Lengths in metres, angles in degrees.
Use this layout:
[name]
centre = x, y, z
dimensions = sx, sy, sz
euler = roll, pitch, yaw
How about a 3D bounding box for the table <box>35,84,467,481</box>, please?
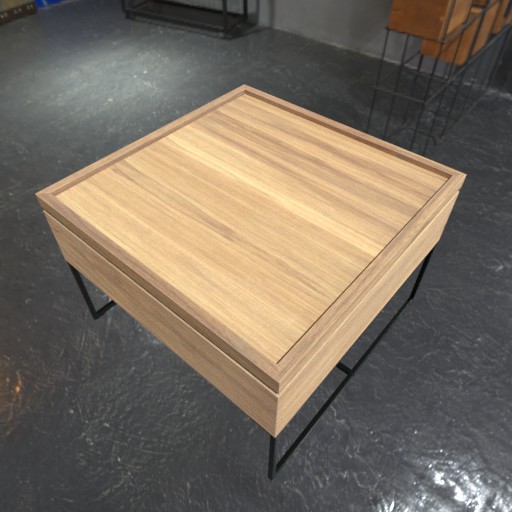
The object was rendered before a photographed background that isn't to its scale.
[table]
centre = 0.000, 0.000, 1.148
dimensions = 0.679, 0.464, 0.676
euler = 32, 54, 27
